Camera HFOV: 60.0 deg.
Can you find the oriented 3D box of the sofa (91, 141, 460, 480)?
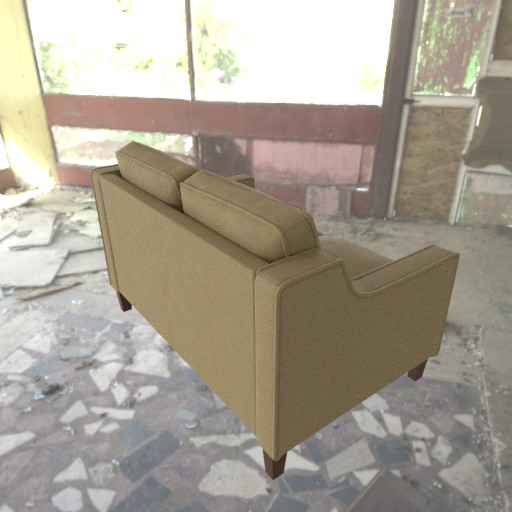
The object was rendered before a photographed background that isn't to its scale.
[{"bbox_3d":[0.000,0.000,2.132,0.987,0.971,1.501,-18,31,-33],"label":"sofa"}]
